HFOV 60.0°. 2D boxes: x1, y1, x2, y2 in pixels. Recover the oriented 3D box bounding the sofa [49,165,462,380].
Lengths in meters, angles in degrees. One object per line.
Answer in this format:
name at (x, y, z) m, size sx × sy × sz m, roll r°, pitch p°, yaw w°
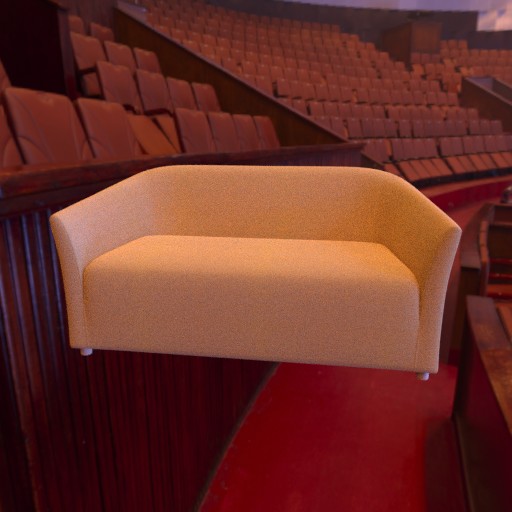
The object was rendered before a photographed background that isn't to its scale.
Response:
sofa at (0.000, 0.000, 1.919) m, size 1.452 × 0.721 × 0.705 m, roll 2°, pitch 16°, yaw 8°
